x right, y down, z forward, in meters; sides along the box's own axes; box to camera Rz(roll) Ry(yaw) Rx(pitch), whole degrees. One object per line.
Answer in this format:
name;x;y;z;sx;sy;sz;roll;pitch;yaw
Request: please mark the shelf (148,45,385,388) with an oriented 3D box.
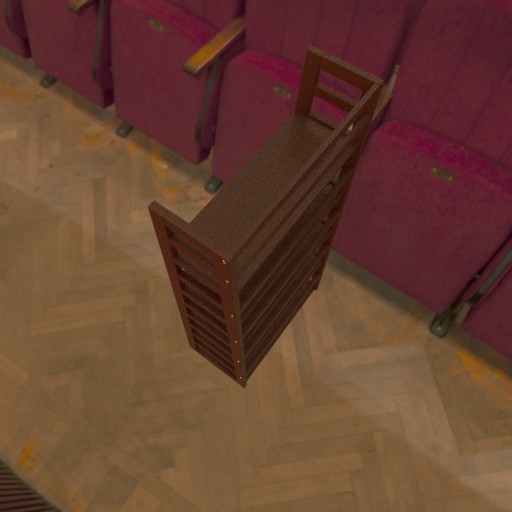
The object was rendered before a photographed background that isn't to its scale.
shelf;0.000;0.000;1.963;0.403;1.600;0.763;33;68;16
